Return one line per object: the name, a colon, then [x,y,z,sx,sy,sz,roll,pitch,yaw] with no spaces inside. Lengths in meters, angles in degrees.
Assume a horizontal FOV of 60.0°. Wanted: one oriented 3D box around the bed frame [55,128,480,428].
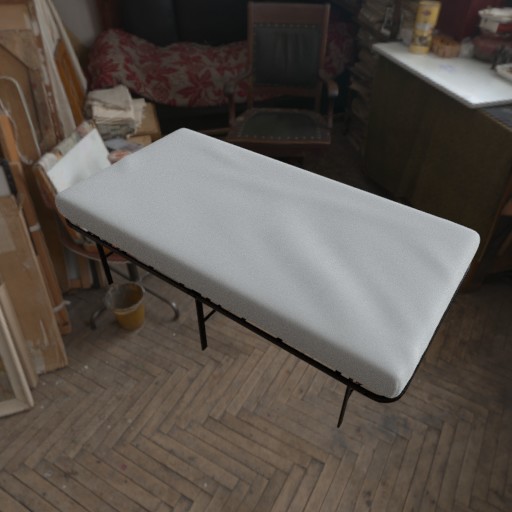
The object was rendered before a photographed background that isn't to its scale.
bed frame: [0.000,0.000,2.339,1.903,0.619,0.989,26,48,26]
